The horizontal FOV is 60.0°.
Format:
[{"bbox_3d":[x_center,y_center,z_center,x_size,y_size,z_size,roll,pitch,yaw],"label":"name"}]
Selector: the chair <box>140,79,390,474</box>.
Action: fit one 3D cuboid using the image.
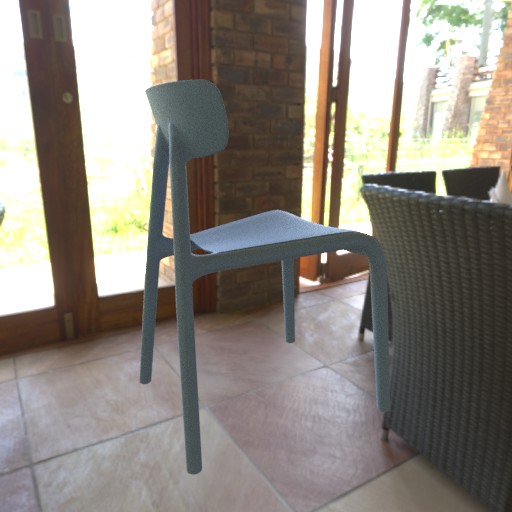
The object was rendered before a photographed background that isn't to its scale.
[{"bbox_3d":[0.000,0.000,0.832,0.401,0.580,0.356,-8,17,-27],"label":"chair"}]
